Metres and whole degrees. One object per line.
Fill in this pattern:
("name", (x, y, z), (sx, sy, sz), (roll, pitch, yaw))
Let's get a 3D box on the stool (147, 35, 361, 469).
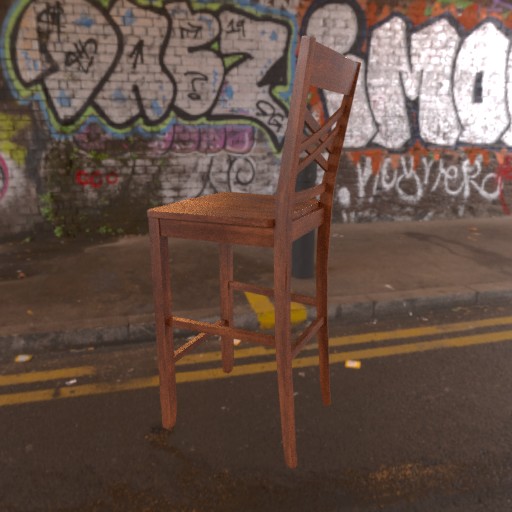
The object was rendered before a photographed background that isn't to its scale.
("stool", (0.000, 0.000, 1.336), (0.487, 1.105, 0.433), (8, 17, 25))
